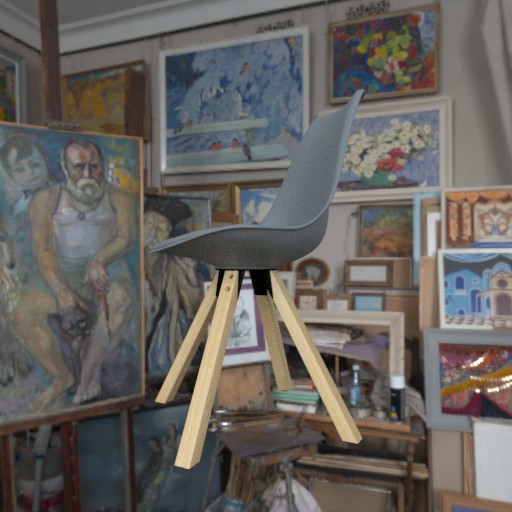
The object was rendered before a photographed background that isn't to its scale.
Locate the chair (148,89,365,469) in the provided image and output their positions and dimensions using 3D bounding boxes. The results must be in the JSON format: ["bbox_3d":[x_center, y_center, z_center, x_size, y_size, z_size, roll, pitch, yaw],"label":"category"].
[{"bbox_3d":[0.000,0.000,1.160,0.549,0.850,0.485,0,0,-18],"label":"chair"}]
